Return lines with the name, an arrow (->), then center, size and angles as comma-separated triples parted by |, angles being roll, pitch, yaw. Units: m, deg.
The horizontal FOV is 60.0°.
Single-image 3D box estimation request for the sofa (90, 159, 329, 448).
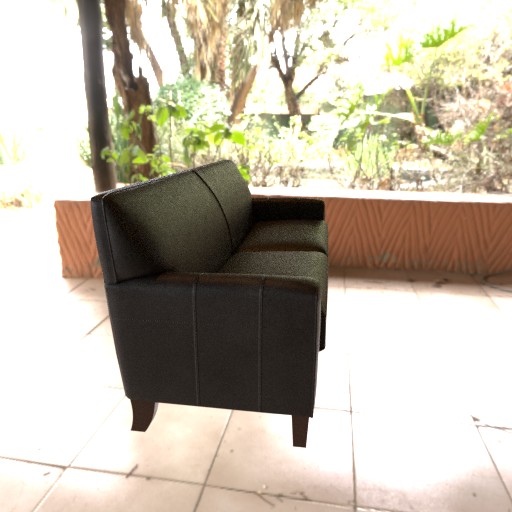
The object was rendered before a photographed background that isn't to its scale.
sofa -> 0.000, 0.000, 2.495 | 0.805, 0.947, 2.053 | 2, 16, 9
